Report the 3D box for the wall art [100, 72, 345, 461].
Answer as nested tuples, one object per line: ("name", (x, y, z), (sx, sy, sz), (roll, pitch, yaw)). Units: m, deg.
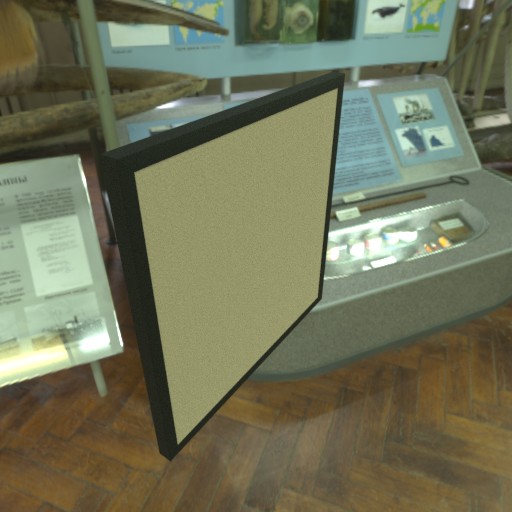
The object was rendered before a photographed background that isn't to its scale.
("wall art", (0.000, 0.000, 0.452), (0.015, 0.304, 0.306), (21, 39, 29))
